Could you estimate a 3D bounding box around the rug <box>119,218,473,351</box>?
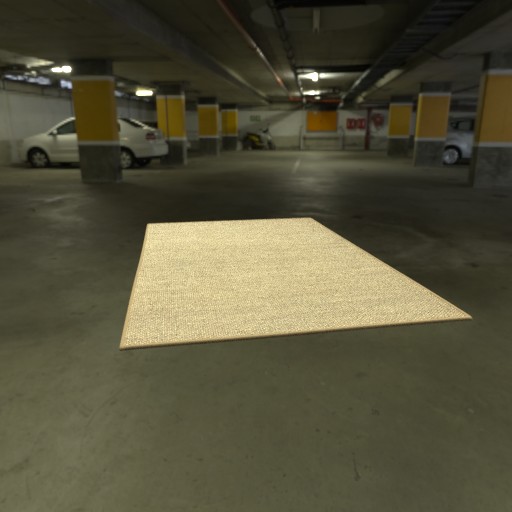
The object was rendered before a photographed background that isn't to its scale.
[{"bbox_3d":[0.000,0.000,2.062,1.062,0.013,1.667,-3,16,-10],"label":"rug"}]
